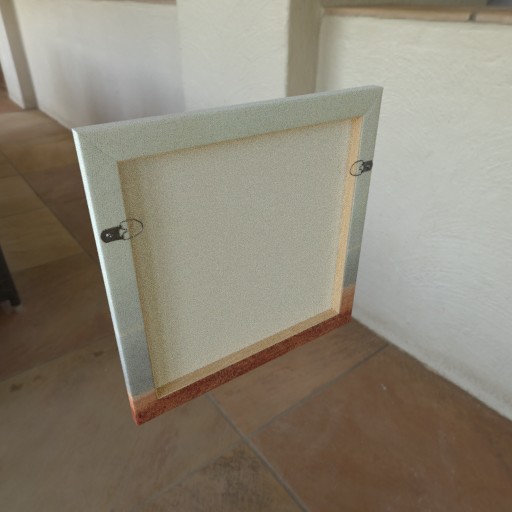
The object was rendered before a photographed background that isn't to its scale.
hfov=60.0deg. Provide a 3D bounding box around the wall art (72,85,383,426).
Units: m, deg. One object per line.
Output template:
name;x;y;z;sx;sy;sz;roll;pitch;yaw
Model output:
wall art;0.000;0.000;0.611;0.405;0.405;0.023;-19;36;-29
